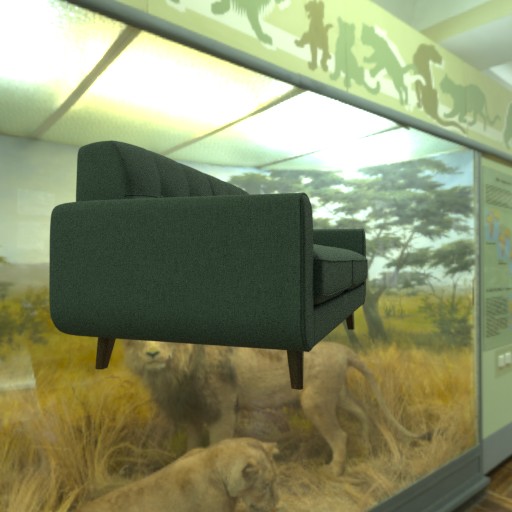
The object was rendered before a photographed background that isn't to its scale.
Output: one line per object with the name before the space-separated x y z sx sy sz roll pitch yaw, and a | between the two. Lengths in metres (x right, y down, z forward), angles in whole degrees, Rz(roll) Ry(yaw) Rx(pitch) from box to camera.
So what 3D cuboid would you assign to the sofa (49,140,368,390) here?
sofa | 0.000 0.000 2.101 0.909 0.841 1.631 0 -1 20
